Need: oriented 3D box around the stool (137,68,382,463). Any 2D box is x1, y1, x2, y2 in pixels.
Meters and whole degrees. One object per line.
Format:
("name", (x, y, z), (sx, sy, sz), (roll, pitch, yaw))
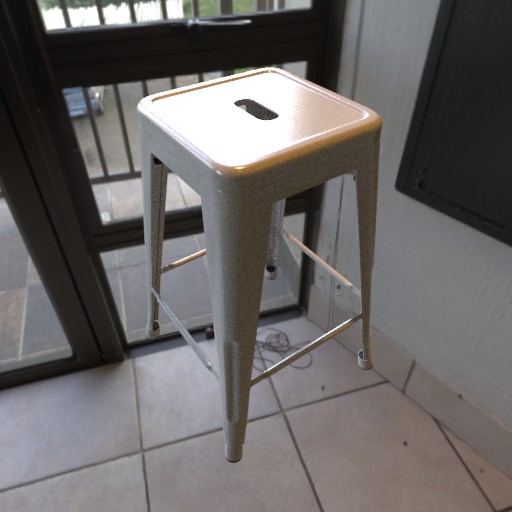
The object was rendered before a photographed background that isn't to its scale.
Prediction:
("stool", (0.000, 0.000, 0.884), (0.406, 0.610, 0.406), (-25, 47, -26))
